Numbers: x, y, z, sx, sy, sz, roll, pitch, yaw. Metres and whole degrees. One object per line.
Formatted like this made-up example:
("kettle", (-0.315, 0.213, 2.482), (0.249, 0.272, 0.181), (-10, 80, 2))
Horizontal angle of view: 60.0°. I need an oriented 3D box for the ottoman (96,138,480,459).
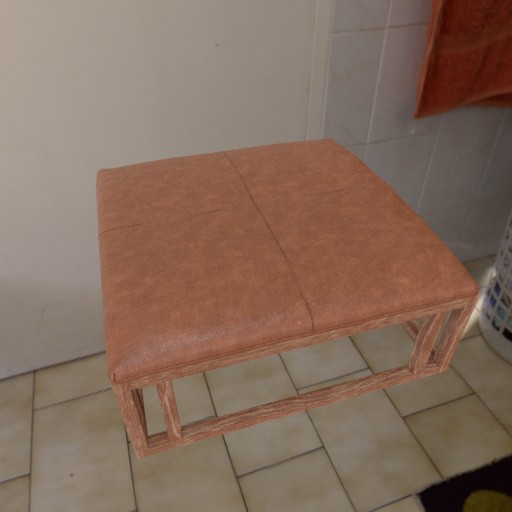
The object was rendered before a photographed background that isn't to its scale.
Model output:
("ottoman", (0.000, 0.000, 1.589), (1.016, 0.442, 1.013), (-11, 41, -13))
